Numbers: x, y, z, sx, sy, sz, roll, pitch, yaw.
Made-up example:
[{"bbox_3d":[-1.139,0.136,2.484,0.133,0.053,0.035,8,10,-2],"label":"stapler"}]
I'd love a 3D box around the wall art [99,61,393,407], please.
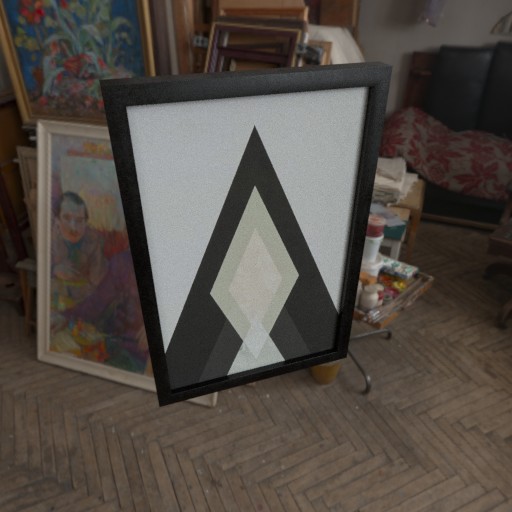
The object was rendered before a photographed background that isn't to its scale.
[{"bbox_3d":[0.000,0.000,0.587,0.313,0.457,0.031,-10,35,-15],"label":"wall art"}]
